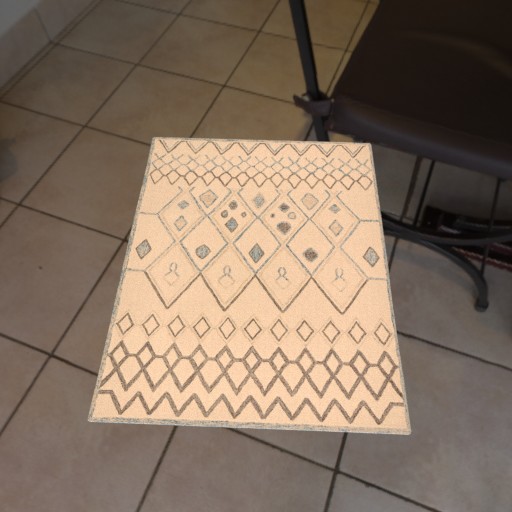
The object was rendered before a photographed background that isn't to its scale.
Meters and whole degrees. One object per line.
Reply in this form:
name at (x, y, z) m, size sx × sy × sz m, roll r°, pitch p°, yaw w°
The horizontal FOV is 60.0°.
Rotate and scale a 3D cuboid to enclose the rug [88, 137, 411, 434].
rug at (0.000, 0.000, 4.144) m, size 2.441 × 0.013 × 3.056 m, roll 2°, pitch 58°, yaw 1°
